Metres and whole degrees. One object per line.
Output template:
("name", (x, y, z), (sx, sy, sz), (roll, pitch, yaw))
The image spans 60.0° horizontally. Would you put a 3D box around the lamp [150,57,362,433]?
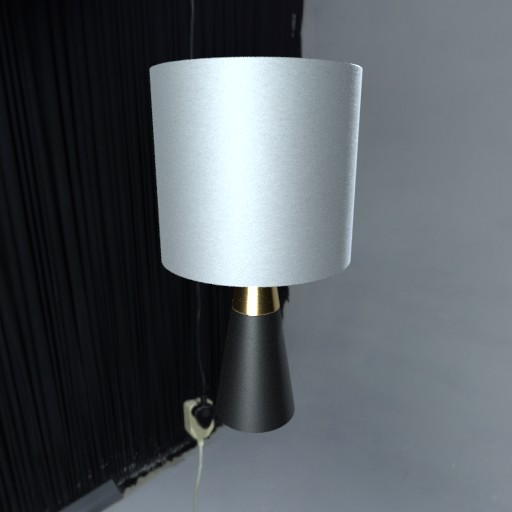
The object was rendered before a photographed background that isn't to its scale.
("lamp", (0.000, 0.000, 0.738), (0.308, 0.580, 0.308), (15, 22, 42))
